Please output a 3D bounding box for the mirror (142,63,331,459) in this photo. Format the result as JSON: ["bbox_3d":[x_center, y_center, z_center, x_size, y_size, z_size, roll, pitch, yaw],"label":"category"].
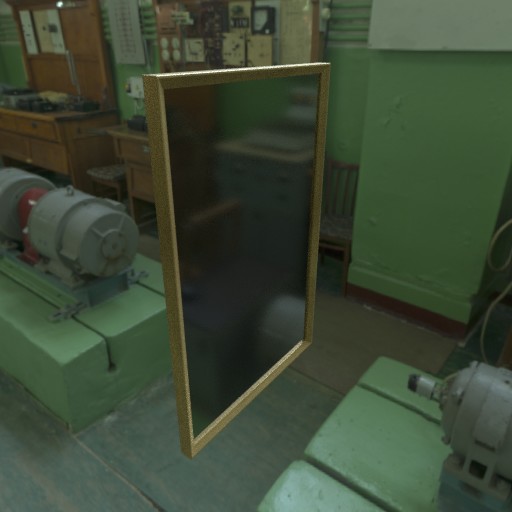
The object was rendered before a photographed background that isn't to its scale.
[{"bbox_3d":[0.000,0.000,1.168,0.041,0.915,0.609,18,31,33],"label":"mirror"}]
